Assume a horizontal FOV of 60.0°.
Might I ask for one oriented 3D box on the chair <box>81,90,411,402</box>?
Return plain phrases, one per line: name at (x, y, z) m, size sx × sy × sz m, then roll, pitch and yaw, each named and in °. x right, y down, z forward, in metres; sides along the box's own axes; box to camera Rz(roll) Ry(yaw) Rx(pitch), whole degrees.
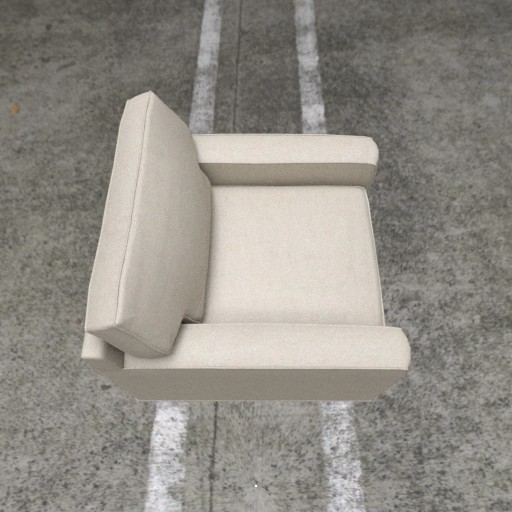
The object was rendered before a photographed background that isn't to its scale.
chair at (0.000, 0.000, 1.786) m, size 1.043 × 0.913 × 0.998 m, roll 0°, pitch 63°, yaw 0°
